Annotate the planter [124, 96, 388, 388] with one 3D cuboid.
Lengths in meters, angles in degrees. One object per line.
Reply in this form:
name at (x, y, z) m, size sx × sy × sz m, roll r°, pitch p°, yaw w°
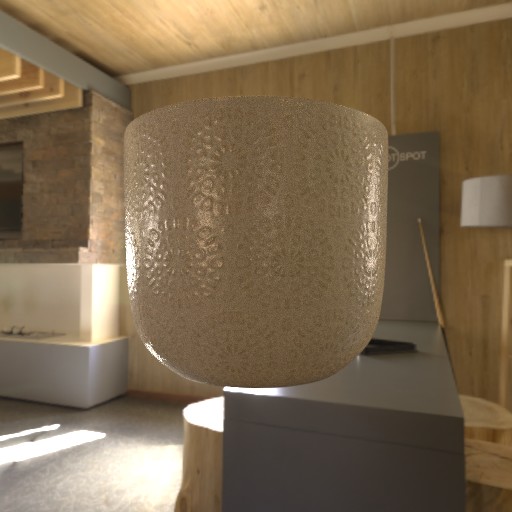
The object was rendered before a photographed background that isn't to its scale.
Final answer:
planter at (0.000, 0.000, 0.296) m, size 0.170 × 0.152 × 0.170 m, roll 0°, pitch -1°, yaw 0°
